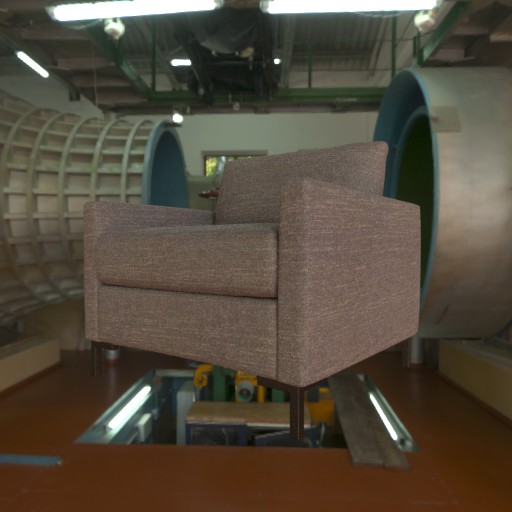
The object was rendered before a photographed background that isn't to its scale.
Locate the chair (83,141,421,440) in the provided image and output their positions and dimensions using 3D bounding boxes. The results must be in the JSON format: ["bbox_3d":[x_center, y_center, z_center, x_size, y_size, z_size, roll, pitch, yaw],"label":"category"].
[{"bbox_3d":[0.000,0.000,1.596,0.940,0.841,0.845,1,1,37],"label":"chair"}]
